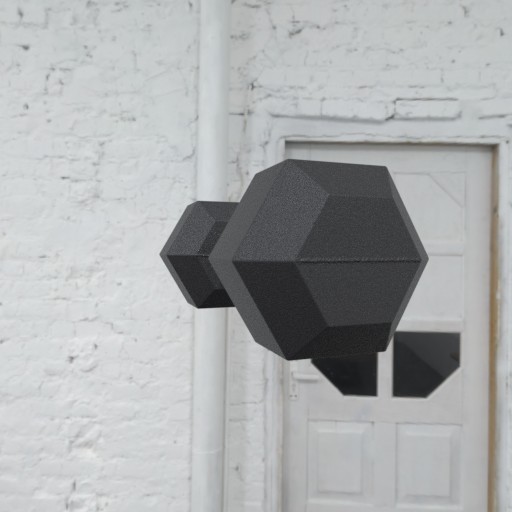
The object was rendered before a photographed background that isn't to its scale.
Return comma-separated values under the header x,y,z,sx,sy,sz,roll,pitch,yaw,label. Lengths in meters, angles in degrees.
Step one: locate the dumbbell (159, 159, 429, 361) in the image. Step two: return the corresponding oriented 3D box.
x,y,z,sx,sy,sz,roll,pitch,yaw,label
0.000,0.000,0.424,0.141,0.123,0.356,0,1,-20,dumbbell
